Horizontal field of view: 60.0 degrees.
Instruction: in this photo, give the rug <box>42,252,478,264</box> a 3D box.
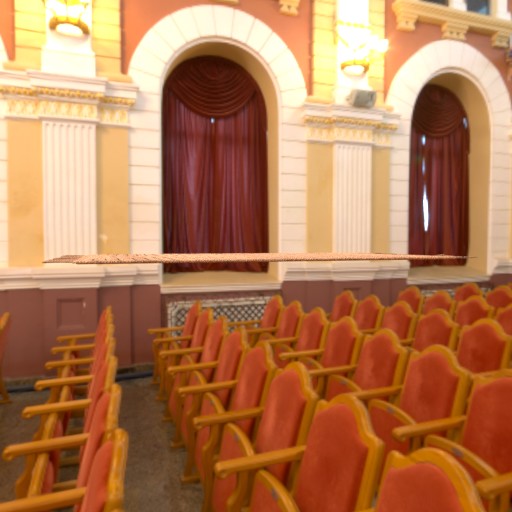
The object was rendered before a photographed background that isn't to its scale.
[{"bbox_3d":[0.000,0.000,2.051,1.718,0.017,0.905,-1,2,-18],"label":"rug"}]
